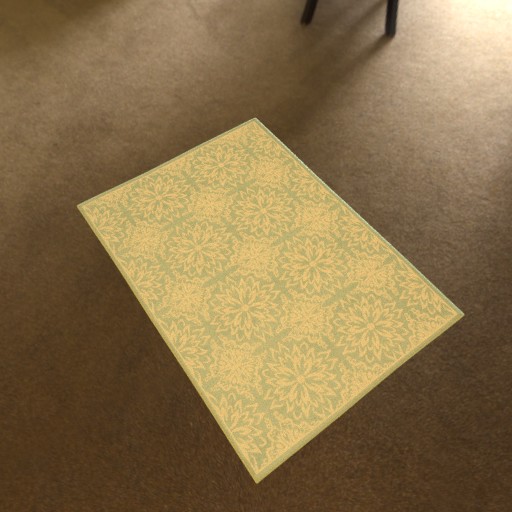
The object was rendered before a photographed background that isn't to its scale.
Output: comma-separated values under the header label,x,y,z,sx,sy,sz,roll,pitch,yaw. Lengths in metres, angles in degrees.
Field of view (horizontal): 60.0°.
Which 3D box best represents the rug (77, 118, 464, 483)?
label,x,y,z,sx,sy,sz,roll,pitch,yaw
rug,0.000,0.000,2.961,1.589,0.014,2.205,-32,63,-18
